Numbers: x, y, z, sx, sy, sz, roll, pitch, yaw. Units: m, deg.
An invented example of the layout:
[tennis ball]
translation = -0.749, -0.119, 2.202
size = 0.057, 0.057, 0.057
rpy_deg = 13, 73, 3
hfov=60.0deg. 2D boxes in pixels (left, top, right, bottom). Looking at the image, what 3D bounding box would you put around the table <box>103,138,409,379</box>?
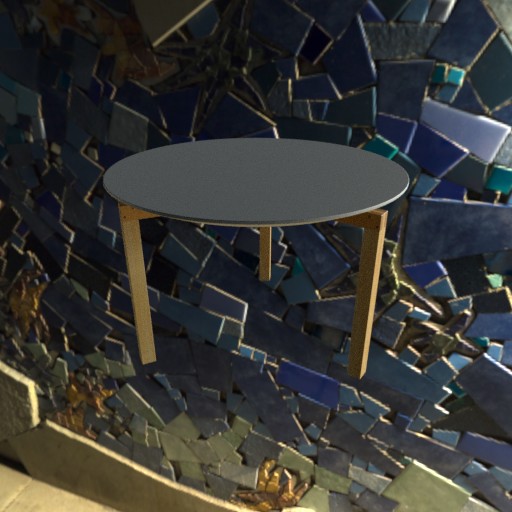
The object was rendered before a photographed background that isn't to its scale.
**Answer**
[table]
translation = 0.000, 0.000, 0.998
size = 0.600, 0.405, 0.600
rpy_deg = 0, 26, 0
